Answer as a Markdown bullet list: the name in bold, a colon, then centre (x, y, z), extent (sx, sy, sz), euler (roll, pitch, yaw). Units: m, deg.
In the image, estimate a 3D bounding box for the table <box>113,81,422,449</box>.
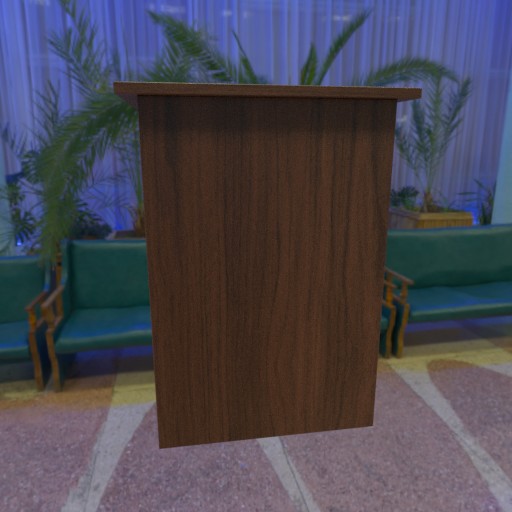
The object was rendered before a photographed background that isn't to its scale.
- **table**: centre (0.000, 0.000, 0.937), extent (0.480, 0.636, 0.381), euler (-2, 15, -9)
